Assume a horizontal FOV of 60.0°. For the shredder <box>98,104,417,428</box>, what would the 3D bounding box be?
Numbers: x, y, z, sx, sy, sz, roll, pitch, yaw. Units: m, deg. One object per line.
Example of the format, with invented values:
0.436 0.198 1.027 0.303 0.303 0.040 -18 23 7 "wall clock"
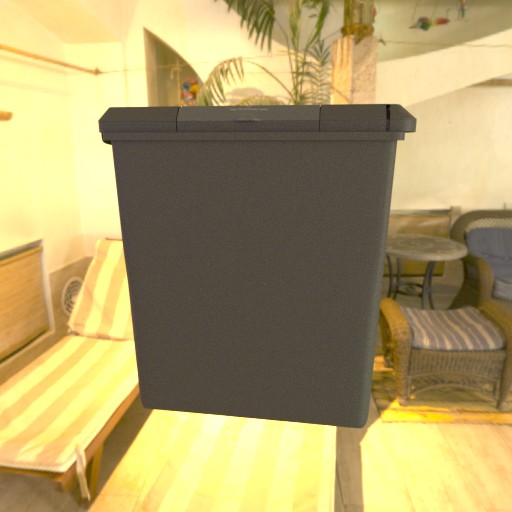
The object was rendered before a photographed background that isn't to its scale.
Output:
0.000 0.000 0.519 0.320 0.335 0.170 2 15 8 "shredder"
